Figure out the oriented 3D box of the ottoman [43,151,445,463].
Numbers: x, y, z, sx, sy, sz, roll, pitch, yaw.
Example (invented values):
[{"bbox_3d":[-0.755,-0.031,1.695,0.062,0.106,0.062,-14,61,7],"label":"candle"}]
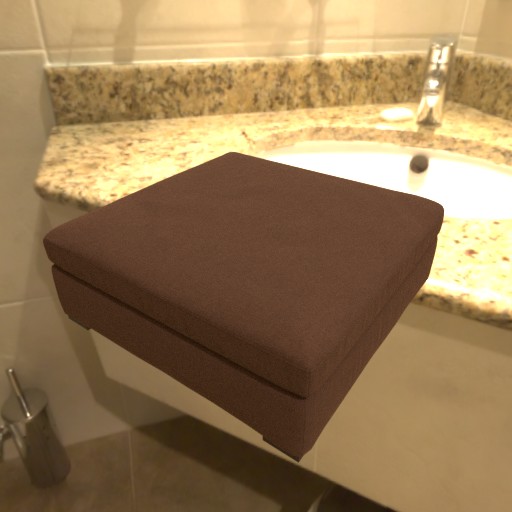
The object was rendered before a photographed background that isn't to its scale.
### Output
[{"bbox_3d":[0.000,0.000,1.848,1.181,0.470,1.181,21,37,30],"label":"ottoman"}]
